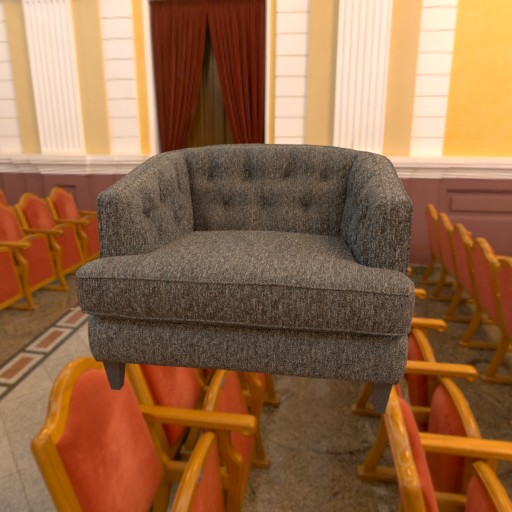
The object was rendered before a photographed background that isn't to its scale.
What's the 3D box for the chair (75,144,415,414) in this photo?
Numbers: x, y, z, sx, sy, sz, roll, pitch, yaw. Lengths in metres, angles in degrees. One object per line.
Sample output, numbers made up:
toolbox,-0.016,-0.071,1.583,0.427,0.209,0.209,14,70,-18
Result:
chair,0.000,0.000,1.795,1.104,0.852,0.941,2,16,8
